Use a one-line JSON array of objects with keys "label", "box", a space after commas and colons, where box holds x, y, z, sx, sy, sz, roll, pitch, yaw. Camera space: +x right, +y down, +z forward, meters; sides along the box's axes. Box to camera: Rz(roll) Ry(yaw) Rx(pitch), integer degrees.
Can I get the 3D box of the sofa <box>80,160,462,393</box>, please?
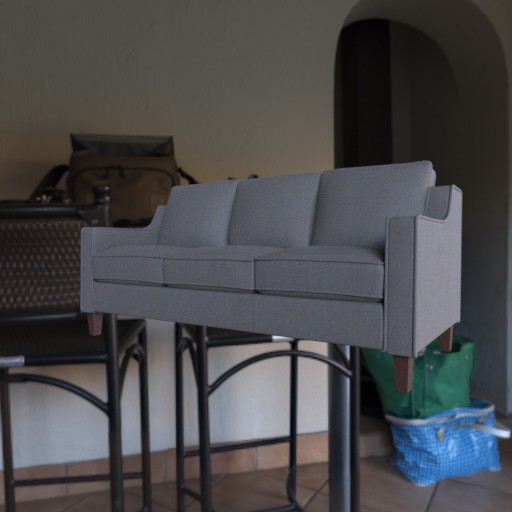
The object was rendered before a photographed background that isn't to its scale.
[{"label": "sofa", "box": [0.000, 0.000, 2.495, 1.986, 0.974, 0.911, 1, 2, 34]}]
